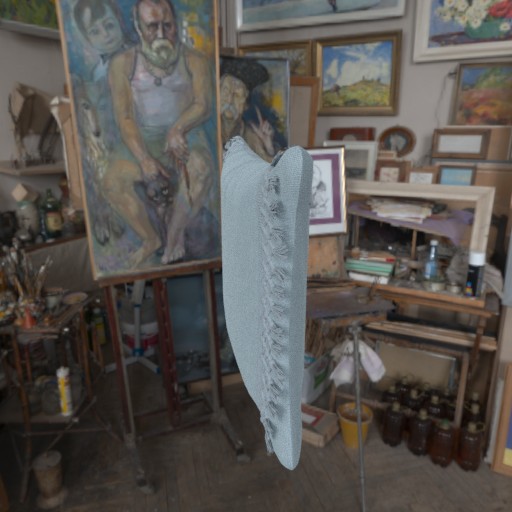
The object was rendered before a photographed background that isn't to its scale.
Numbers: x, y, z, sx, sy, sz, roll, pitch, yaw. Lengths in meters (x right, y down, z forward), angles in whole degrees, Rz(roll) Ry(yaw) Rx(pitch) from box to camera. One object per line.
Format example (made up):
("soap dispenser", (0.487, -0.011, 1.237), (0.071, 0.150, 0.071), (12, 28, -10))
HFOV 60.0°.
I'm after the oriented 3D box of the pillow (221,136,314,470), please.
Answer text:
("pillow", (0.000, 0.000, 0.592), (0.084, 0.305, 0.466), (-2, 17, -8))
